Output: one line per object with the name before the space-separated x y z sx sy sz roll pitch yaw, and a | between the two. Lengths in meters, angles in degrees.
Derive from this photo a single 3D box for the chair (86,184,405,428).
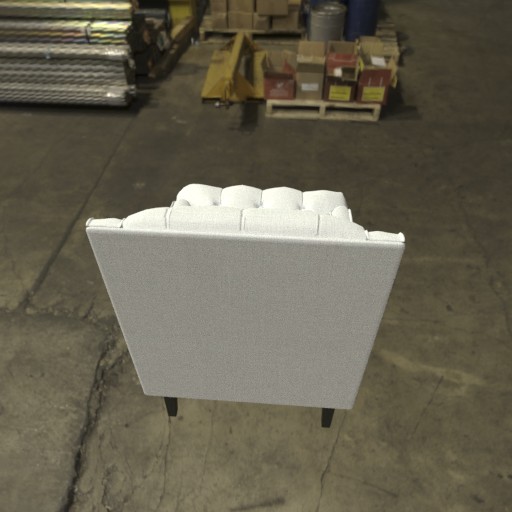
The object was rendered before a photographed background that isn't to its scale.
chair | 0.000 0.000 1.432 0.658 0.891 0.772 3 45 3
